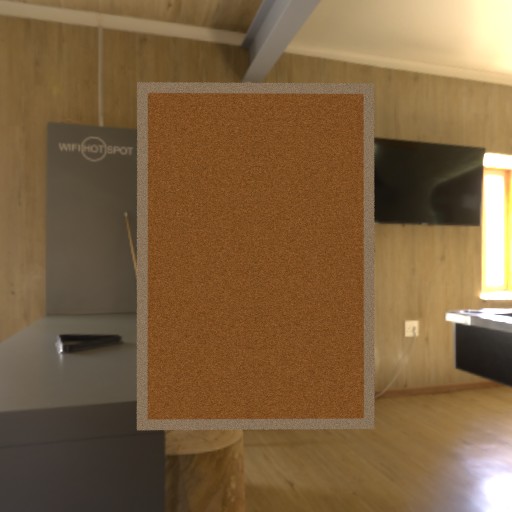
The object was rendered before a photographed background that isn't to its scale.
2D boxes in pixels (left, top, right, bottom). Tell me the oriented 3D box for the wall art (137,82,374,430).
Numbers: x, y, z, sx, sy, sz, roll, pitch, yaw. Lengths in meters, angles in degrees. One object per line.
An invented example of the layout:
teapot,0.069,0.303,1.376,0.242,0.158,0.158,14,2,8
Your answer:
wall art,0.000,0.000,0.859,0.450,0.657,0.038,0,0,-1
